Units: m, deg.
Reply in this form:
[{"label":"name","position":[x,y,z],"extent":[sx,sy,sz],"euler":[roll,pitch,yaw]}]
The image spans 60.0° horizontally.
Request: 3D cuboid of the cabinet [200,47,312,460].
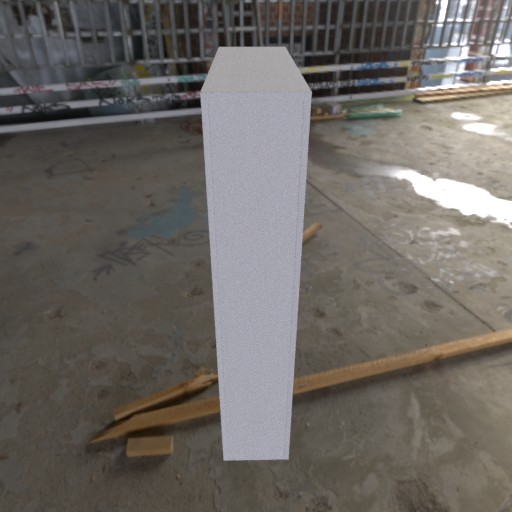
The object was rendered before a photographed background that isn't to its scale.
[{"label":"cabinet","position":[0.000,0.000,1.591],"extent":[0.250,1.280,0.750],"euler":[-1,32,-1]}]
